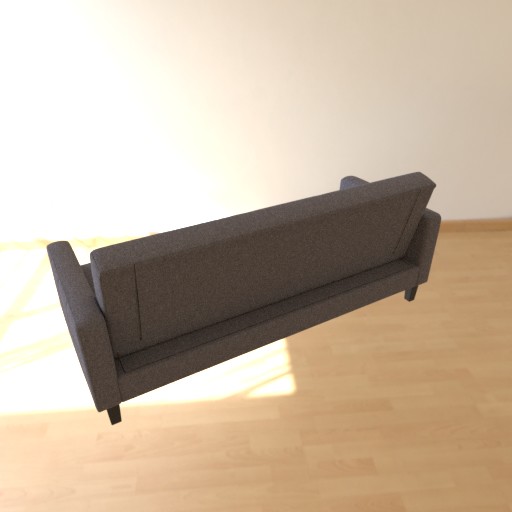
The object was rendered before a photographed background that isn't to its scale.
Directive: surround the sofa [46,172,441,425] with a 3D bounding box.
[{"bbox_3d":[0.000,0.000,2.477,2.040,0.850,0.810,-16,34,-26],"label":"sofa"}]
